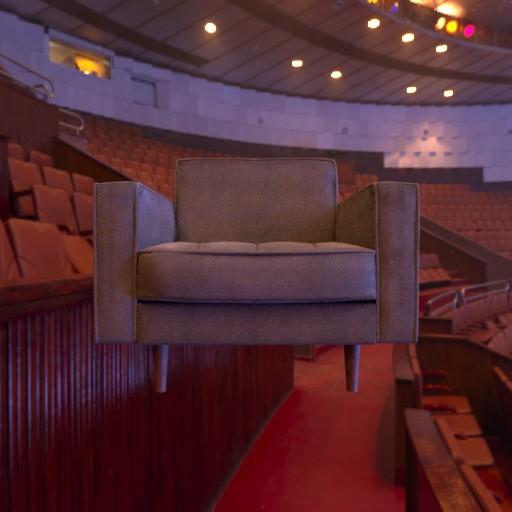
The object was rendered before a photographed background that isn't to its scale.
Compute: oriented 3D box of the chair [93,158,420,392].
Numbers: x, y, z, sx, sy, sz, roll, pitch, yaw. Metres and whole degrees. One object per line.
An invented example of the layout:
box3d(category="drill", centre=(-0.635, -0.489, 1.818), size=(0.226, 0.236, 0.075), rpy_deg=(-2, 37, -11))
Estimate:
box3d(category="chair", centre=(0.000, 0.000, 1.546), size=(0.928, 0.773, 0.843), rpy_deg=(0, 1, 0))
